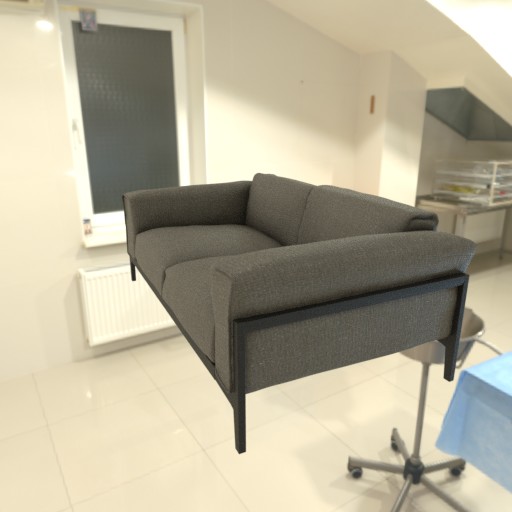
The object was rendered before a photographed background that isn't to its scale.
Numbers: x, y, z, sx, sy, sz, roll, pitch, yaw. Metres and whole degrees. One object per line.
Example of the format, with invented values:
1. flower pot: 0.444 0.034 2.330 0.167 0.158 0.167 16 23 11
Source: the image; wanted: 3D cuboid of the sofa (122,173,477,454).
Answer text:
1. sofa: 0.000 0.000 2.149 0.960 0.656 1.690 -8 19 -25
